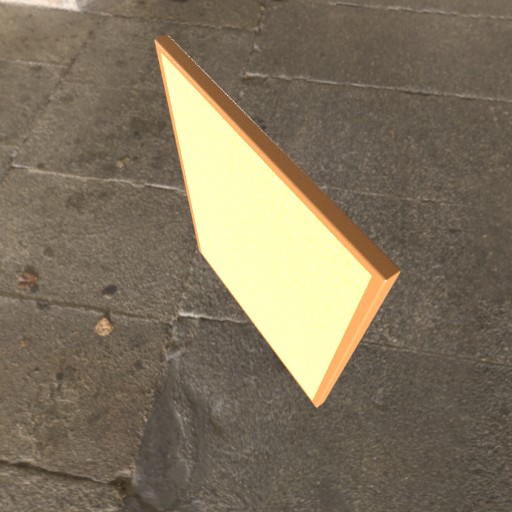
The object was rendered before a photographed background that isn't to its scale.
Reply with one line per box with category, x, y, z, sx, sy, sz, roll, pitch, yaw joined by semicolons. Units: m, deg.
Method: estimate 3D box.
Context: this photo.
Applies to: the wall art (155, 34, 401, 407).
wall art;0.000;0.000;0.744;0.021;0.550;0.449;-31;64;-17
